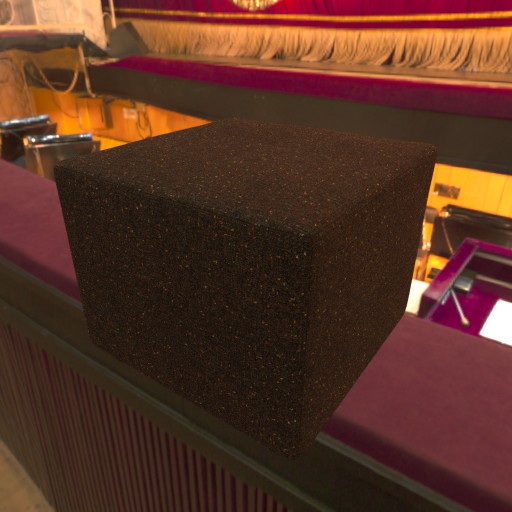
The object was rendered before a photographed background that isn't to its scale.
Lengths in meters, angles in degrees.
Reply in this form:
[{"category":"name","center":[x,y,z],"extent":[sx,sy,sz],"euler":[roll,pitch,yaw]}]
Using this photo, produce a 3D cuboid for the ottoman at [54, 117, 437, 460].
[{"category":"ottoman","center":[0.000,0.000,0.874],"extent":[0.508,0.432,0.508],"euler":[18,33,31]}]
